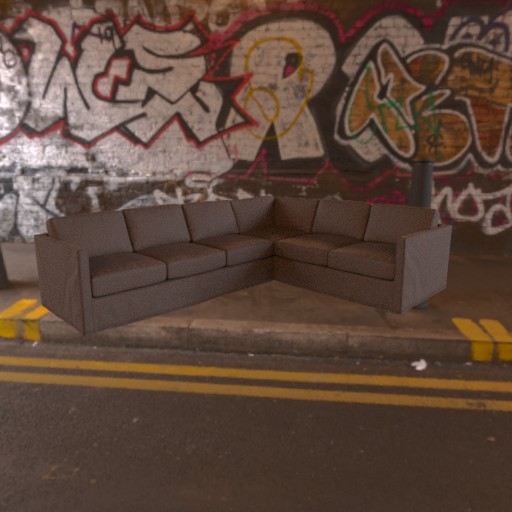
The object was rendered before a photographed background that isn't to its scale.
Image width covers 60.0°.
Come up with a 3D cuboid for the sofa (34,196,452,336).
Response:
[{"bbox_3d":[0.000,0.000,4.232,2.432,0.871,3.182,13,18,43],"label":"sofa"}]
